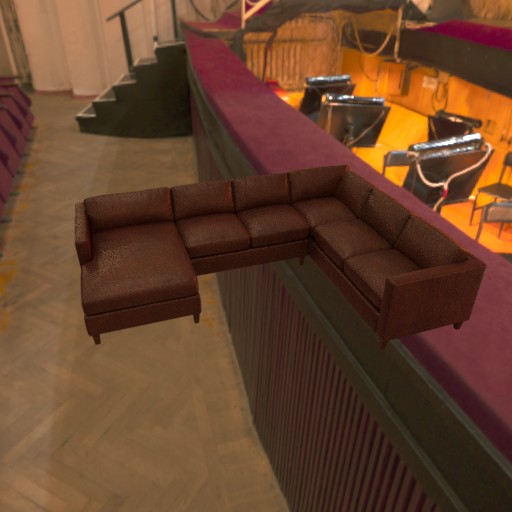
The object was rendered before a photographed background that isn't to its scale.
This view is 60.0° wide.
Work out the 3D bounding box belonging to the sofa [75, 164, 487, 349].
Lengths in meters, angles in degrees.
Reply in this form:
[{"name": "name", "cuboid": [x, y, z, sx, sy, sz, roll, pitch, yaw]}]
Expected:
[{"name": "sofa", "cuboid": [0.000, 0.000, 4.435, 3.324, 0.891, 2.452, -10, 33, -16]}]
